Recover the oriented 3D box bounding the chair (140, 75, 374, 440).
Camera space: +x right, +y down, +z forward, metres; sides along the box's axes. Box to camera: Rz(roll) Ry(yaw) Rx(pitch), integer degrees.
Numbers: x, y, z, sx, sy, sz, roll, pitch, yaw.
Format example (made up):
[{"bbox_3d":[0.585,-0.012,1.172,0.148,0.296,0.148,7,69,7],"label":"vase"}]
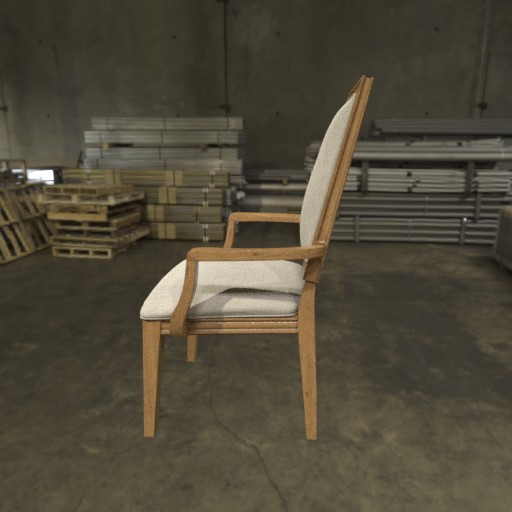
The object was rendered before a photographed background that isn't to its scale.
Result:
[{"bbox_3d":[0.000,0.000,1.383,0.602,0.990,0.606,2,15,7],"label":"chair"}]
